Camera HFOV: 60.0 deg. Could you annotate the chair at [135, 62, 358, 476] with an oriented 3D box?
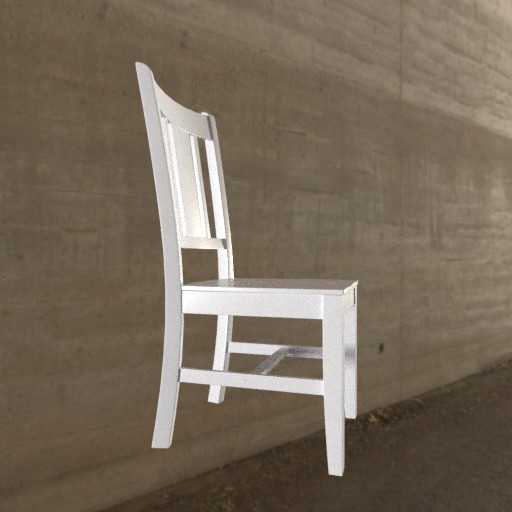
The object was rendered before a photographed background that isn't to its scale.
[{"bbox_3d":[0.000,0.000,1.278,0.555,0.998,0.450,0,0,17],"label":"chair"}]
